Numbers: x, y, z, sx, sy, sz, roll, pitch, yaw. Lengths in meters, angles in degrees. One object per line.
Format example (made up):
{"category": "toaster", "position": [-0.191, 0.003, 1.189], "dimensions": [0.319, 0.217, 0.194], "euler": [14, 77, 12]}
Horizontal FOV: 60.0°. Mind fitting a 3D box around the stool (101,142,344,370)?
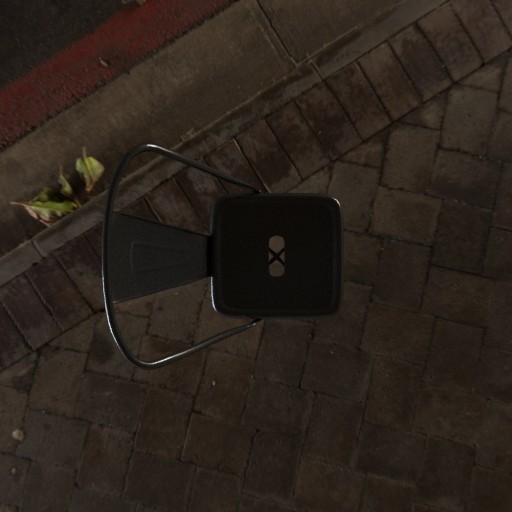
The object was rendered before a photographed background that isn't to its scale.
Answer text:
{"category": "stool", "position": [0.000, 0.000, 1.281], "dimensions": [0.528, 1.022, 0.432], "euler": [0, 90, 1]}
